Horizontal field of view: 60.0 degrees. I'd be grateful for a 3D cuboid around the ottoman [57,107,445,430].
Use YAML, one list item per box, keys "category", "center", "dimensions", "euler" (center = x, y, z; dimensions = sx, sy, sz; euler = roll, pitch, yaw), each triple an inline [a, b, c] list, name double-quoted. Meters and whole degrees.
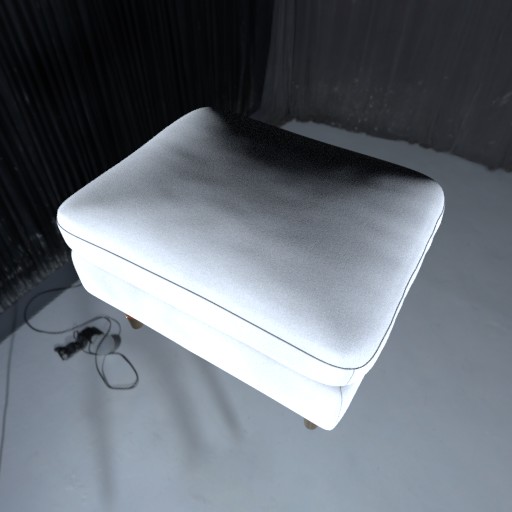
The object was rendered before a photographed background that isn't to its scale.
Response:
- category: "ottoman"
  center: [0.000, 0.000, 1.119]
  dimensions: [0.747, 0.478, 0.593]
  euler: [24, 51, 21]
